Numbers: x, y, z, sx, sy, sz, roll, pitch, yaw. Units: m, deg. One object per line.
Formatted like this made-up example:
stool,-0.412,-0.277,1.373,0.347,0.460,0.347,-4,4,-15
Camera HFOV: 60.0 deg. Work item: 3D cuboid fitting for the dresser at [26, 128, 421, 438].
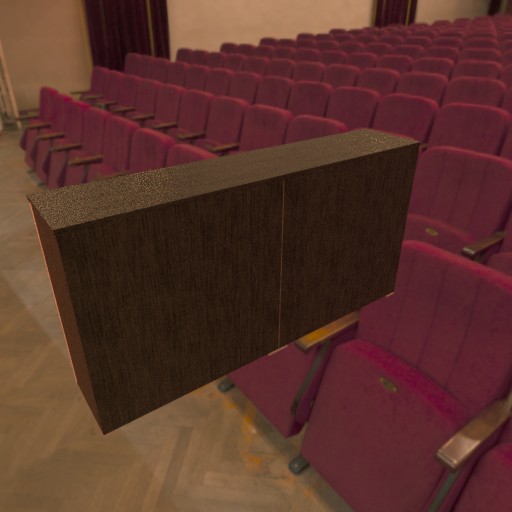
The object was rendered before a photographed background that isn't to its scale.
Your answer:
dresser,0.000,0.000,1.845,1.535,0.790,0.333,-19,34,-31
